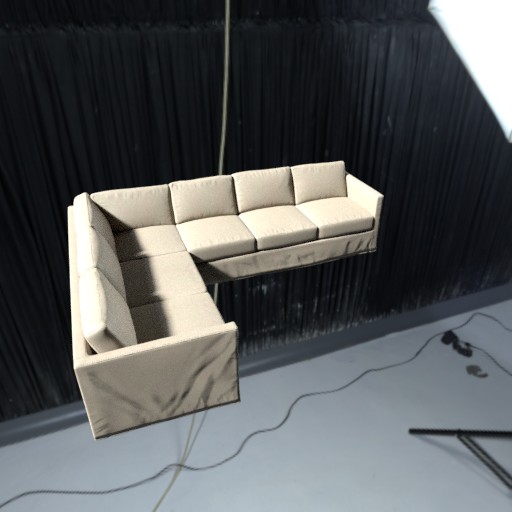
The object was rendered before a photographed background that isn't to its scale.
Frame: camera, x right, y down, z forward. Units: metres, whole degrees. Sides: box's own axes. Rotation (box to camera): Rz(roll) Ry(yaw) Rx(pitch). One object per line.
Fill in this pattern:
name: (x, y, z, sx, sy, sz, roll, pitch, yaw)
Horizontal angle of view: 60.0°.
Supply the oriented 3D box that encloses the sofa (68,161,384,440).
sofa: (0.000, 0.000, 4.136, 3.182, 0.871, 2.432, -11, 32, -18)
